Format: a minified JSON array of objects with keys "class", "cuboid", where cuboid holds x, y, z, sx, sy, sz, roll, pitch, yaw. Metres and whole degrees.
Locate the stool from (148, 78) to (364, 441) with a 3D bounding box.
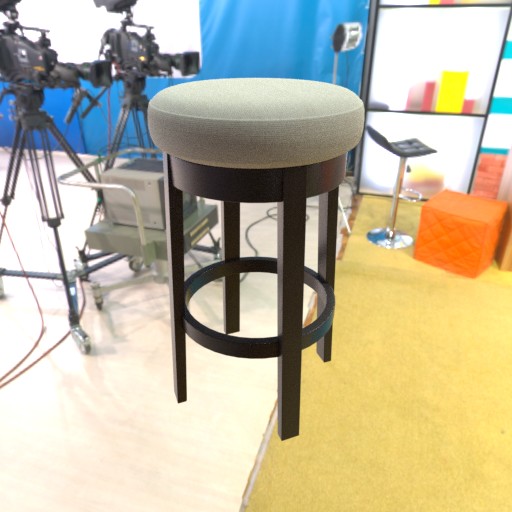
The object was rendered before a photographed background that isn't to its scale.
[{"class":"stool","cuboid":[0.000,0.000,1.046,0.446,0.758,0.446,0,28,0]}]
